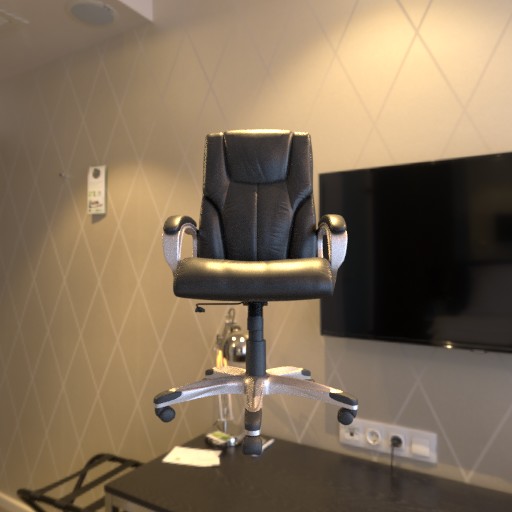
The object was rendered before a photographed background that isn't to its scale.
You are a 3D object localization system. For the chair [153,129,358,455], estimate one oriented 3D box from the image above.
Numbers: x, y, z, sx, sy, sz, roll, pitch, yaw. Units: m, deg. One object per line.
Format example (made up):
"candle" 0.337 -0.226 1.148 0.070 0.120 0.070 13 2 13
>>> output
"chair" 0.000 0.000 1.635 0.700 1.145 0.780 0 -1 2
